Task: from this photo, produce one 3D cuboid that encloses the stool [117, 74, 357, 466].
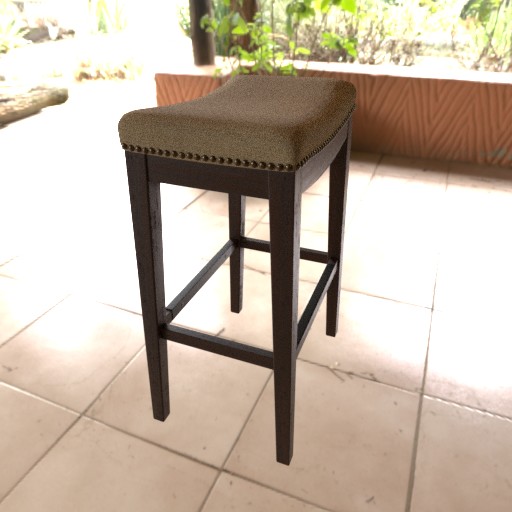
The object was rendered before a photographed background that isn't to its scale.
[{"bbox_3d":[0.000,0.000,1.084,0.363,0.768,0.509,11,32,18],"label":"stool"}]
